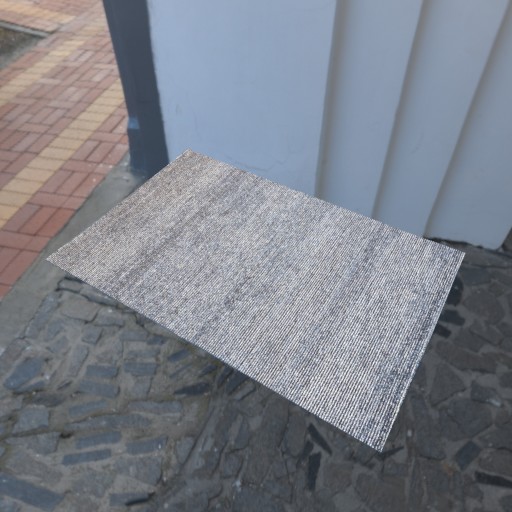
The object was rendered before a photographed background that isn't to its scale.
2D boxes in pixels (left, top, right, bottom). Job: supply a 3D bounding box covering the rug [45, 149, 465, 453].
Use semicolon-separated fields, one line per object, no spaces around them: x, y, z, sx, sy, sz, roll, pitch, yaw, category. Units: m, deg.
0.000;0.000;2.177;1.740;0.010;1.135;25;51;21;rug
